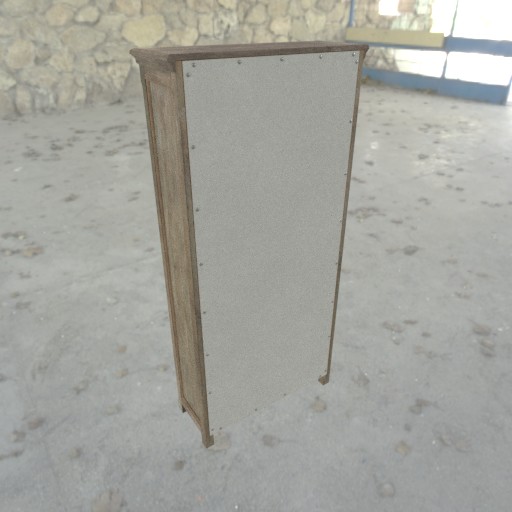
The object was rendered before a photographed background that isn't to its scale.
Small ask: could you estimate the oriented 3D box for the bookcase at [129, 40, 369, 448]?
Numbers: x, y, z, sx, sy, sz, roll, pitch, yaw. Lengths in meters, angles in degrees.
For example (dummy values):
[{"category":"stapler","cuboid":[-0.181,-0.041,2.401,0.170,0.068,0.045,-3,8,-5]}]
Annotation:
[{"category":"bookcase","cuboid":[0.000,0.000,2.191,0.906,1.880,0.348,-18,34,-29]}]
